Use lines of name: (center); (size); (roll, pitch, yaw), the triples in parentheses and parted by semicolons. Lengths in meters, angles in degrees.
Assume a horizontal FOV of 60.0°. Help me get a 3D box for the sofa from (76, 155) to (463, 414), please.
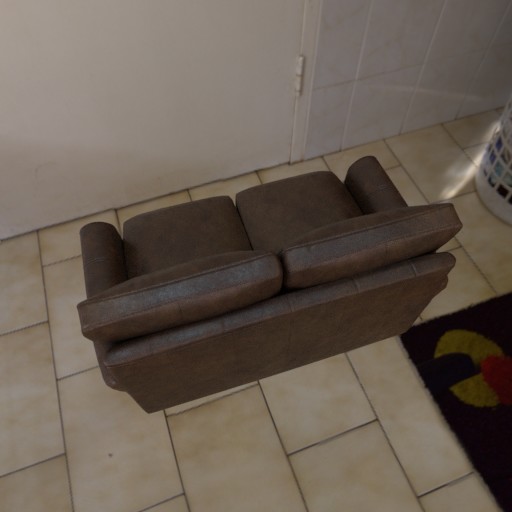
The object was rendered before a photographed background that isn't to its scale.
sofa: (0.000, 0.000, 2.203); (1.616, 0.976, 0.990); (-15, 59, -9)
